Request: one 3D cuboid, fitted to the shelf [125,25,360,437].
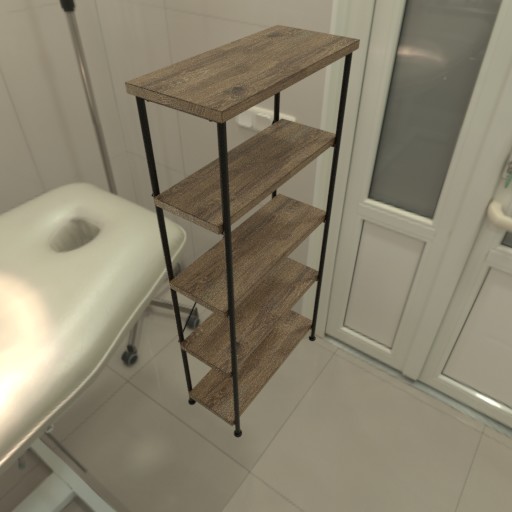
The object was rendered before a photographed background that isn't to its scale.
[{"bbox_3d":[0.000,0.000,2.000,0.360,1.700,0.800,25,47,26],"label":"shelf"}]
